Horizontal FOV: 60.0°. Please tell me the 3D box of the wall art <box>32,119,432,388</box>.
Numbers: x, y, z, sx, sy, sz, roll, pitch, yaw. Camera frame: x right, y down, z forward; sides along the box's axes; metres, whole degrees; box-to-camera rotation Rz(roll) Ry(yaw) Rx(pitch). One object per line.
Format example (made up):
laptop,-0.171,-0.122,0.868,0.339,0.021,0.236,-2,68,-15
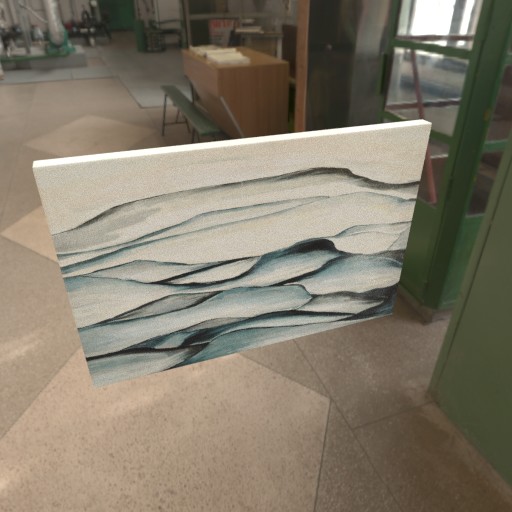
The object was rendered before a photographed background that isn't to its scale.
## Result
wall art,0.000,0.000,1.145,0.914,0.609,0.039,-11,33,-16
